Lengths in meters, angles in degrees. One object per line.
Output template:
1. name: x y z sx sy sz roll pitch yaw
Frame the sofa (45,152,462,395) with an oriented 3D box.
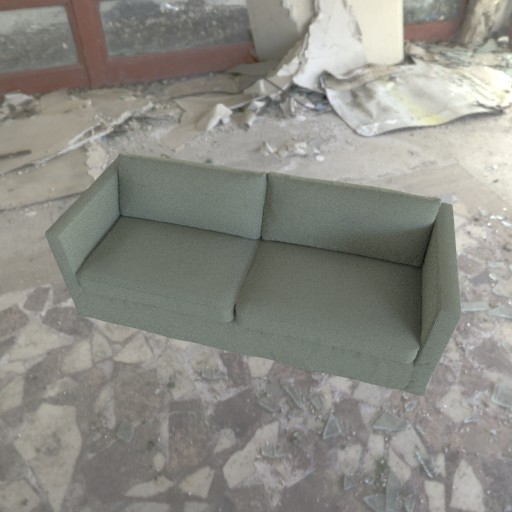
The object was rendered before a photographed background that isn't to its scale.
1. sofa: 0.000 0.000 2.826 2.312 0.853 0.962 11 44 11
